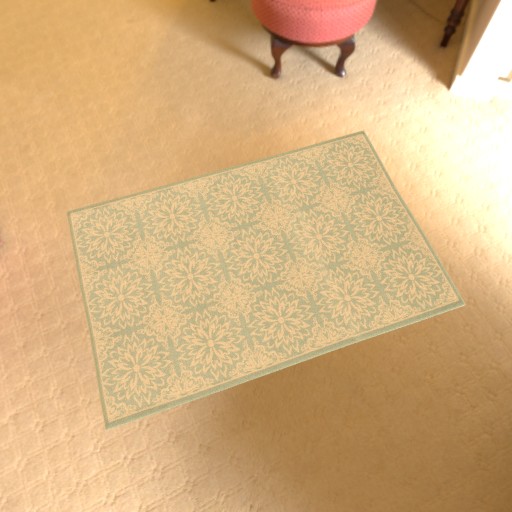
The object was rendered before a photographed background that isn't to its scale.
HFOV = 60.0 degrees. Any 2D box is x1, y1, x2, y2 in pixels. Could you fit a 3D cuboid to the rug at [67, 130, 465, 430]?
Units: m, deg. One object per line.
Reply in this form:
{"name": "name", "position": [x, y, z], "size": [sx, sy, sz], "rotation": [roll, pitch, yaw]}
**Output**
{"name": "rug", "position": [0.000, 0.000, 3.546], "size": [2.746, 0.018, 1.819], "rotation": [-17, 65, -8]}
